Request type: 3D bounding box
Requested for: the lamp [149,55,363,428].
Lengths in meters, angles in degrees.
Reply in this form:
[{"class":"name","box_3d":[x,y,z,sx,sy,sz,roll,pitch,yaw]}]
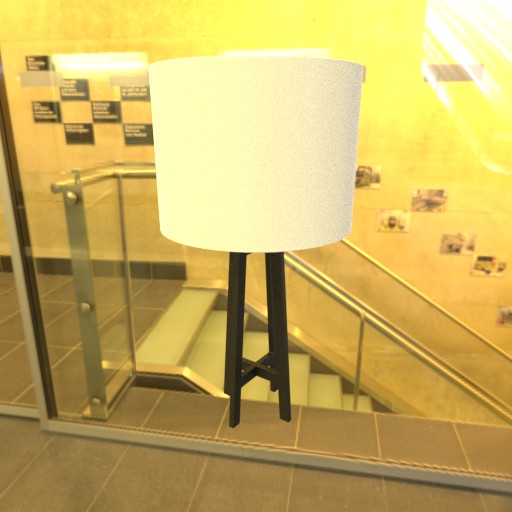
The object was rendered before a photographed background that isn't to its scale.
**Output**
[{"class":"lamp","box_3d":[0.000,0.000,0.617,0.257,0.489,0.257,-3,18,-9]}]
